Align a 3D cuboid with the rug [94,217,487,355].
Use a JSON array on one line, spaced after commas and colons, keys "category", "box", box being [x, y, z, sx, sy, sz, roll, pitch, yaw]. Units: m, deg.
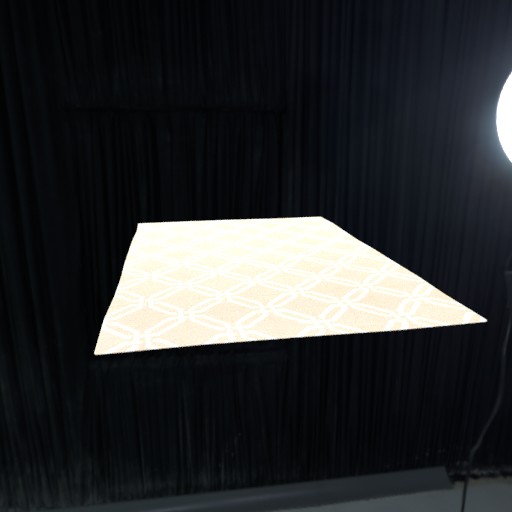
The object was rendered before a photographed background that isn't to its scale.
[{"category": "rug", "box": [0.000, 0.000, 2.645, 1.524, 0.013, 2.135, -3, 17, -10]}]
